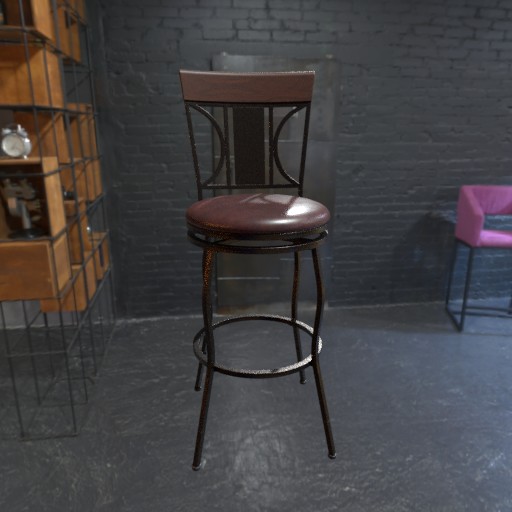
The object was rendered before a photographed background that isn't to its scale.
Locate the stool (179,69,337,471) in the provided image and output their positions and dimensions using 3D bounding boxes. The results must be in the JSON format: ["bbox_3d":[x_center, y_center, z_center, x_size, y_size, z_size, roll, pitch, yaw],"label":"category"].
[{"bbox_3d":[0.000,0.000,1.387,0.448,1.130,0.513,-2,16,-6],"label":"stool"}]
